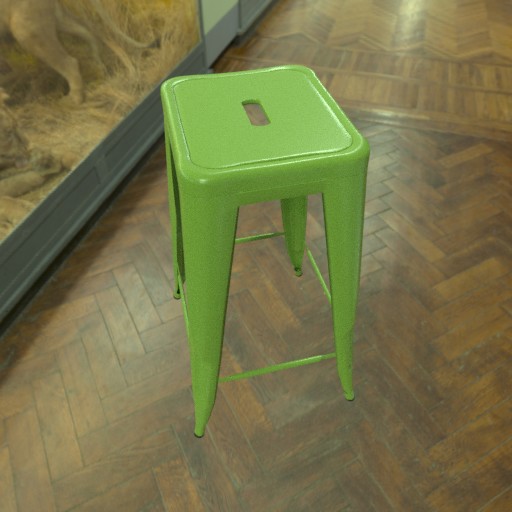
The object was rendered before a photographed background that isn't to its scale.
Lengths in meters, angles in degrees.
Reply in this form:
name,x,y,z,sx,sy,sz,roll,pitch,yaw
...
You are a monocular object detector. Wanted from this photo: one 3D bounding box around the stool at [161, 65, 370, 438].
name,x,y,z,sx,sy,sz,roll,pitch,yaw
stool,0.000,0.000,0.859,0.358,0.609,0.398,-10,47,-9
